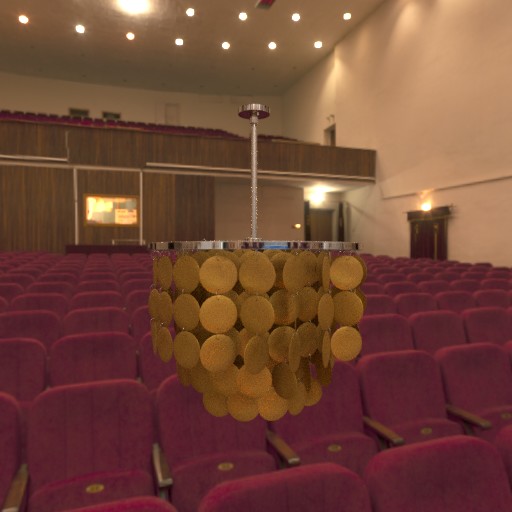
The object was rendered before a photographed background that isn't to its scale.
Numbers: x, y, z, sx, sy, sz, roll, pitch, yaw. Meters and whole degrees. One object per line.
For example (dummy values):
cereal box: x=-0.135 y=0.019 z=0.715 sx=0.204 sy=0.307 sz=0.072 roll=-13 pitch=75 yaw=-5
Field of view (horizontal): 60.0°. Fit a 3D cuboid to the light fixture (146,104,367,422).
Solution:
light fixture: x=0.000 y=0.000 z=0.740 sx=0.368 sy=0.492 sz=0.368 roll=0 pitch=0 yaw=0
